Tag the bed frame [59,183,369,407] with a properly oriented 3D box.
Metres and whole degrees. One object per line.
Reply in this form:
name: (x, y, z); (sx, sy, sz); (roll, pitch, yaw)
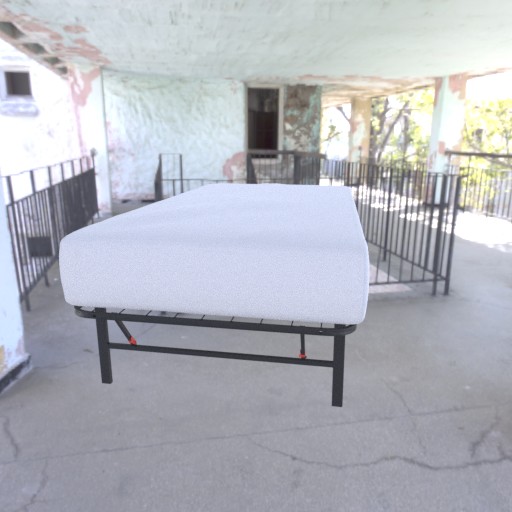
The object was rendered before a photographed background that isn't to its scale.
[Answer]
bed frame: (0.000, 0.000, 2.335); (1.025, 0.640, 1.908); (3, 15, 10)
